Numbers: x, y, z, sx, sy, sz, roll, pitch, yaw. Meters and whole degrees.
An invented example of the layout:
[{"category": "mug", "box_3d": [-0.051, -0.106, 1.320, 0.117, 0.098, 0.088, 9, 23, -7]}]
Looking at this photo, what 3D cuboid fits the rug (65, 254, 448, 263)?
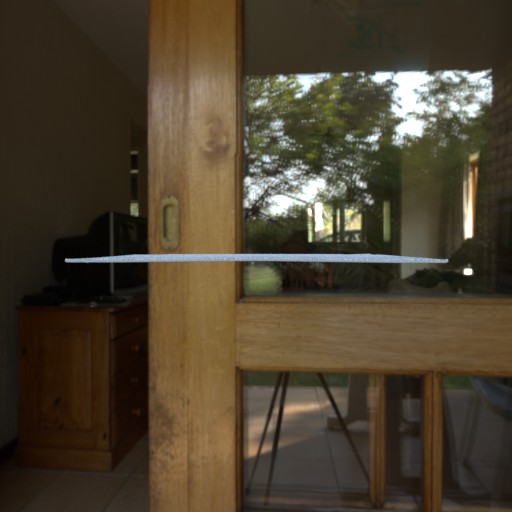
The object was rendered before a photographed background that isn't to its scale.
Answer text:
[{"category": "rug", "box_3d": [0.000, 0.000, 3.023, 1.616, 0.030, 2.338, 0, 1, 0]}]
